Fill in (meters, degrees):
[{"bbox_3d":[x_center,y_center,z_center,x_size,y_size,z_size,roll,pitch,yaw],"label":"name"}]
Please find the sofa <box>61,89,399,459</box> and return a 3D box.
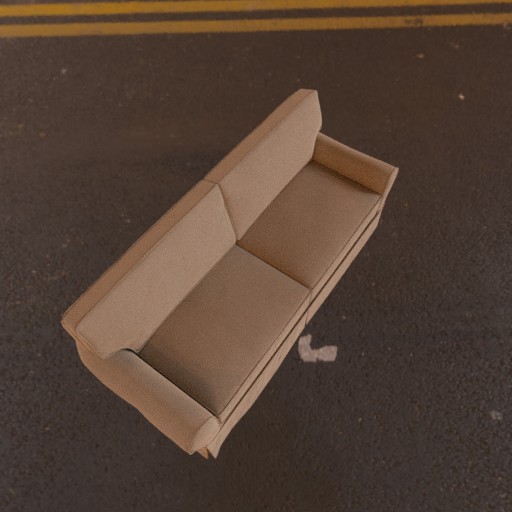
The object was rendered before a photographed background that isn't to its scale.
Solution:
[{"bbox_3d":[0.000,0.000,2.776,0.900,1.014,2.246,31,63,18],"label":"sofa"}]
